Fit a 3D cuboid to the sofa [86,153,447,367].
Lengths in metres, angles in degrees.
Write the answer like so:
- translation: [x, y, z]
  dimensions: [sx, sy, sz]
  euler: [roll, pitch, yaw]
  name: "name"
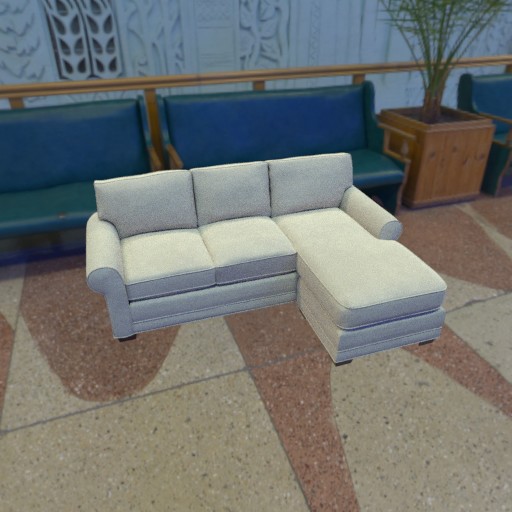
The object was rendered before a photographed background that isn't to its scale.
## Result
- translation: [0.000, 0.000, 2.461]
  dimensions: [1.770, 0.734, 1.226]
  euler: [-10, 33, -15]
  name: "sofa"
